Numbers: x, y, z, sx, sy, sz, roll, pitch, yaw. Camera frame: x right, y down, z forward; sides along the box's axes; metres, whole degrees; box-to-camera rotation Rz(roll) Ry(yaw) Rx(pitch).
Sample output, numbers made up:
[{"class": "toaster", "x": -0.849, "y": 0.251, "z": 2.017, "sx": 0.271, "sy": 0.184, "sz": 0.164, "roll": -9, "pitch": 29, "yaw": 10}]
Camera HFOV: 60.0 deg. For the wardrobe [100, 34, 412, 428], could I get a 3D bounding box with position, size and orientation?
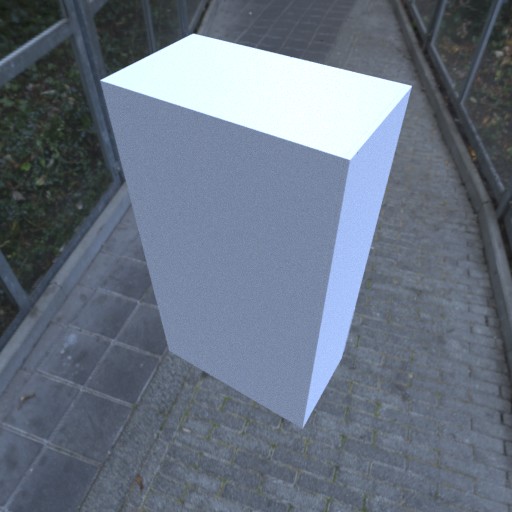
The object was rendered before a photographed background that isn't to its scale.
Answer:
[{"class": "wardrobe", "x": 0.000, "y": 0.000, "z": 2.261, "sx": 0.991, "sy": 1.808, "sz": 0.577, "roll": 24, "pitch": 50, "yaw": 22}]
